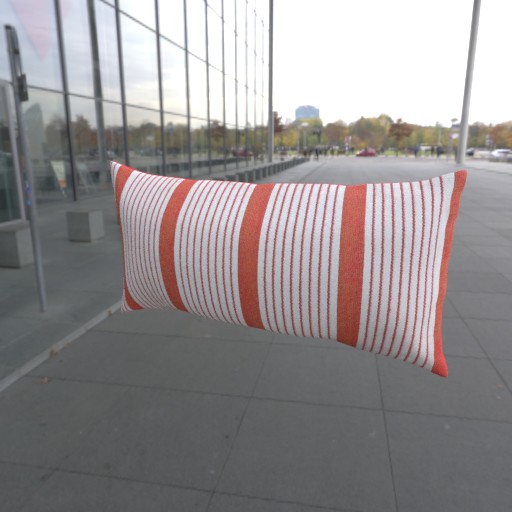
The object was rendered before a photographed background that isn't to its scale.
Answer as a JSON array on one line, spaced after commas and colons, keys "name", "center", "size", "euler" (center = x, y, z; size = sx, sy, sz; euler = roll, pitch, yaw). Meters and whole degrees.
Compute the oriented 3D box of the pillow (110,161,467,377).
[{"name": "pillow", "center": [0.000, 0.000, 0.728], "size": [0.608, 0.297, 0.151], "euler": [7, 15, 25]}]
